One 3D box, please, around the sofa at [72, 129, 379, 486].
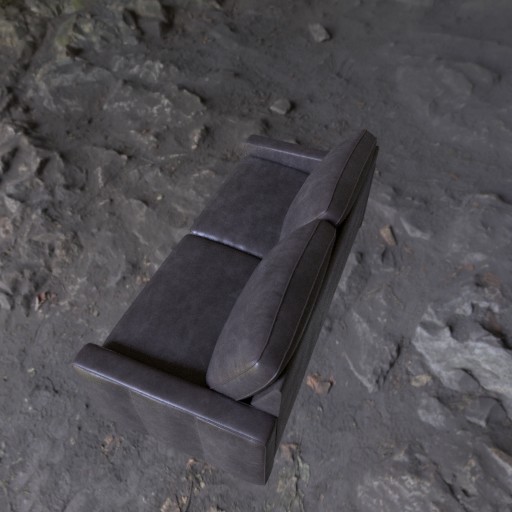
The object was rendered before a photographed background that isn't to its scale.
[{"bbox_3d":[0.000,0.000,2.556,0.939,0.916,2.081,17,49,15],"label":"sofa"}]
